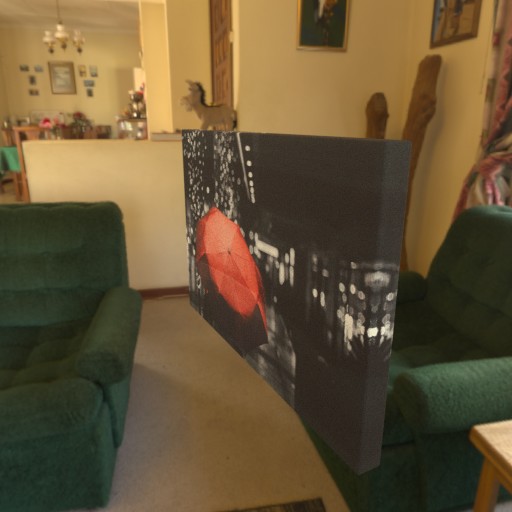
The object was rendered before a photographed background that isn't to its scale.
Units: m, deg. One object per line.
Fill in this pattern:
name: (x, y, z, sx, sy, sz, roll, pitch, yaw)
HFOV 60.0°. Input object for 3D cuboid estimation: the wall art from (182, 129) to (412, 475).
wall art: (0.000, 0.000, 0.759, 0.037, 0.406, 0.609, -9, 19, -27)
